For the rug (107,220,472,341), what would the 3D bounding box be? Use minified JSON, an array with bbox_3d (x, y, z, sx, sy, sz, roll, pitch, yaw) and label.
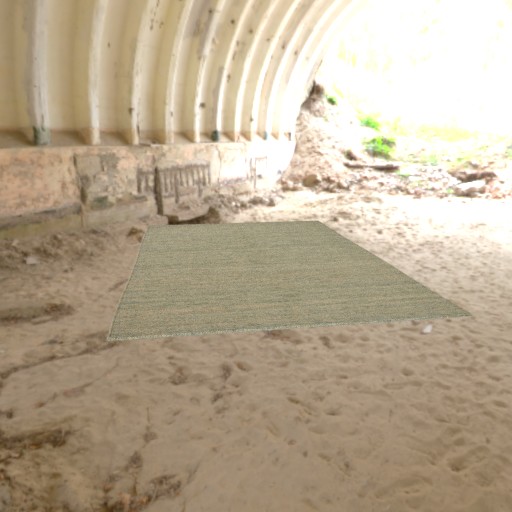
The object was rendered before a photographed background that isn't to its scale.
[{"bbox_3d":[0.000,0.000,2.905,1.547,0.013,2.283,-2,15,-9],"label":"rug"}]
